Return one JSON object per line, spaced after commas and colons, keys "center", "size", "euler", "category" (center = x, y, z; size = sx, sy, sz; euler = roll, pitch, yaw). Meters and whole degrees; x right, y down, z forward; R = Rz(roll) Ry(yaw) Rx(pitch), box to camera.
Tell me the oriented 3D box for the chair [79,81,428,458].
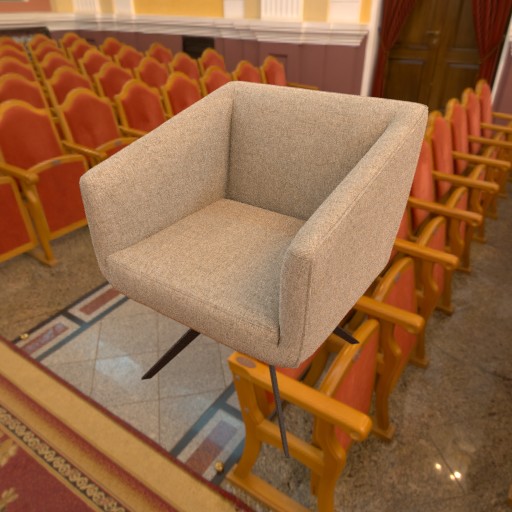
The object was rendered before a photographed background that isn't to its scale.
{"center": [0.000, 0.000, 1.202], "size": [0.628, 0.760, 0.623], "euler": [19, 36, 29], "category": "chair"}
